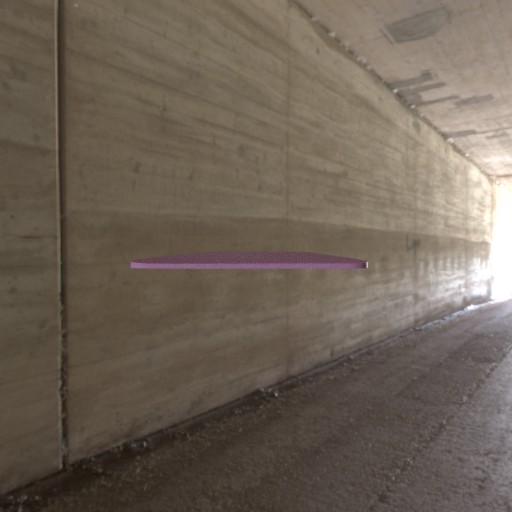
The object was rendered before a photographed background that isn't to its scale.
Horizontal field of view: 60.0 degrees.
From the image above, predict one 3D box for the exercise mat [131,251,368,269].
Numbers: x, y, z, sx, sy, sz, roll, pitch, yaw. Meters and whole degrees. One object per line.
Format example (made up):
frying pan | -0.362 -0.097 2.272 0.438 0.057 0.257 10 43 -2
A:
exercise mat | 0.000 0.000 2.025 0.616 0.021 1.869 0 1 1
